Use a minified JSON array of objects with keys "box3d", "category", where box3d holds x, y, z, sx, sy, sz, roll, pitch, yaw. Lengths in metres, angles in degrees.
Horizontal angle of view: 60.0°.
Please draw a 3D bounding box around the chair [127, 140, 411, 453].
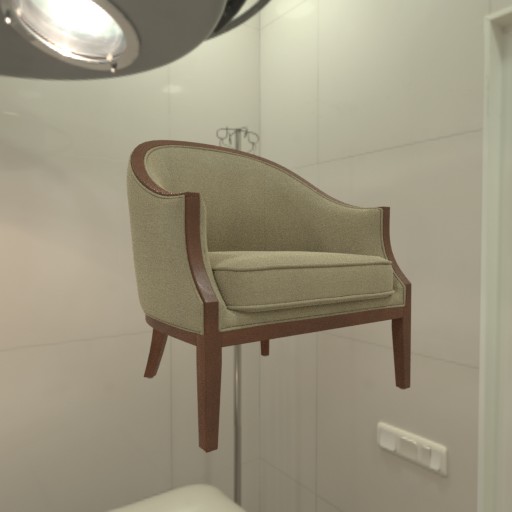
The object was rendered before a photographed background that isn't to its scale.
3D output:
[{"box3d":[0.000,0.000,1.491,0.803,0.876,0.735,-1,2,-36],"category":"chair"}]
